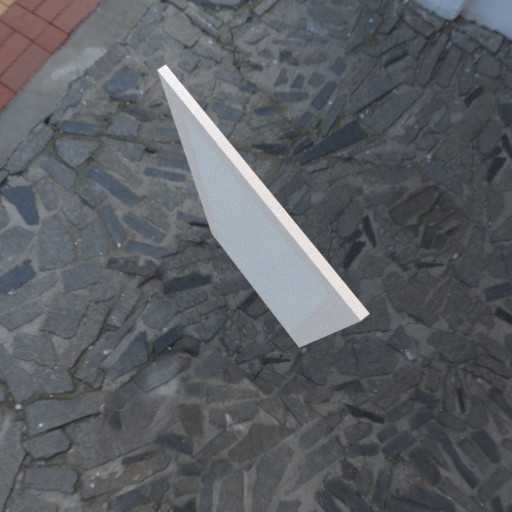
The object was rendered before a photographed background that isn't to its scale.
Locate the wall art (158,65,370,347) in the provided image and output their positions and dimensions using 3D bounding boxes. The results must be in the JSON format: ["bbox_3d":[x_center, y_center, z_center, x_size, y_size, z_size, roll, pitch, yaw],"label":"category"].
[{"bbox_3d":[0.000,0.000,0.833,0.013,0.683,0.380,-36,79,-8],"label":"wall art"}]
